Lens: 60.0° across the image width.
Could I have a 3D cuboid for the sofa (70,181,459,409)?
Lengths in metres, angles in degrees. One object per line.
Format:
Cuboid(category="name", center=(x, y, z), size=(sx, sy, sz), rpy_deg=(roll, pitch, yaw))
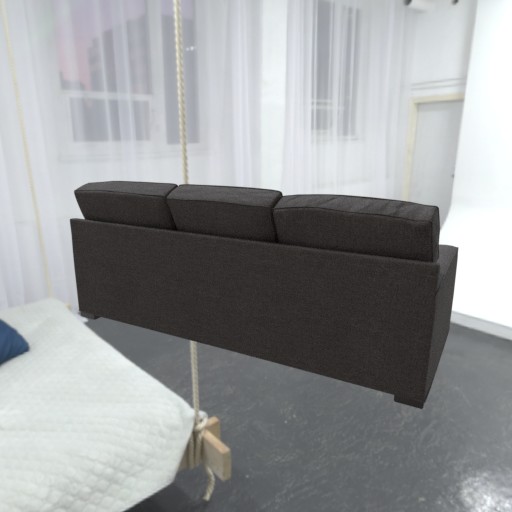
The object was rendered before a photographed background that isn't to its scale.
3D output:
Cuboid(category="sofa", center=(0.000, 0.000, 2.929), size=(2.369, 0.978, 1.004), rpy_deg=(8, 17, 28))
